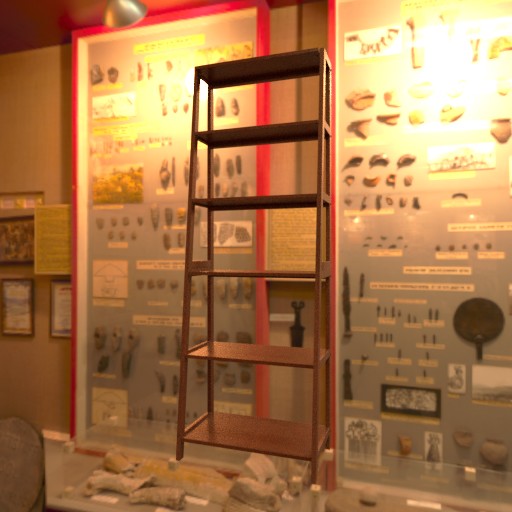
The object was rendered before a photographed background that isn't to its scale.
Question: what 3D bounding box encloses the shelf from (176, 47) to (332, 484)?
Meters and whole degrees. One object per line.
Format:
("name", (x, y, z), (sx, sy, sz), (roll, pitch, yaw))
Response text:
("shelf", (0.000, 0.000, 2.121), (0.660, 1.892, 0.382), (0, 0, 19))
